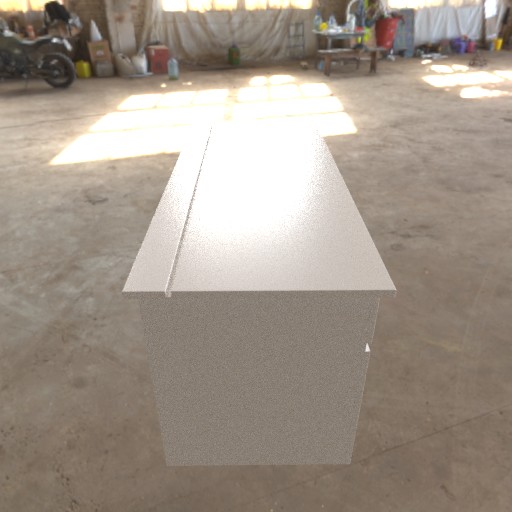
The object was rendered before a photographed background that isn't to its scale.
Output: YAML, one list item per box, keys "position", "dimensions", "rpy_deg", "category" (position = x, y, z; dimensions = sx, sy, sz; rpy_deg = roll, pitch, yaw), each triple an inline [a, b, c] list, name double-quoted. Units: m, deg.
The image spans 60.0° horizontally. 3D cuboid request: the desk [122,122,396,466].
- position: [0.000, 0.000, 1.952]
  dimensions: [0.670, 0.760, 1.580]
  rpy_deg: [0, 31, -1]
  category: "desk"
